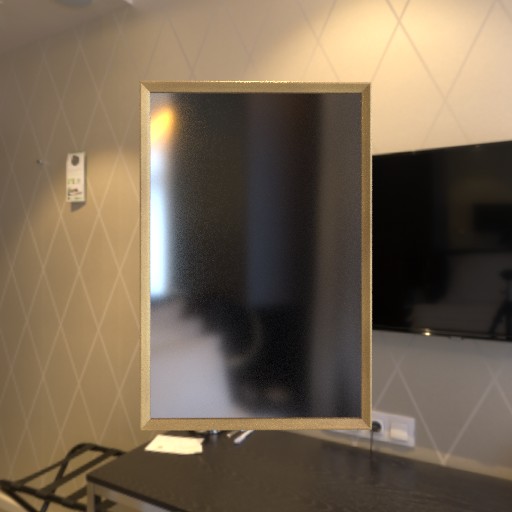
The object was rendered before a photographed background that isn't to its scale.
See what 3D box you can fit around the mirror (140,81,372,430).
[{"bbox_3d":[0.000,0.000,1.183,0.609,0.915,0.041,0,0,-1],"label":"mirror"}]
